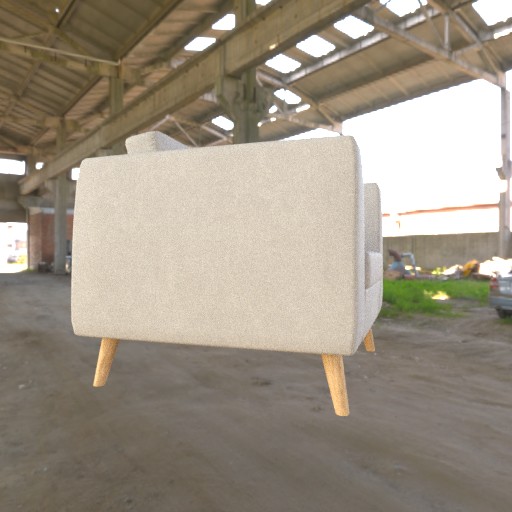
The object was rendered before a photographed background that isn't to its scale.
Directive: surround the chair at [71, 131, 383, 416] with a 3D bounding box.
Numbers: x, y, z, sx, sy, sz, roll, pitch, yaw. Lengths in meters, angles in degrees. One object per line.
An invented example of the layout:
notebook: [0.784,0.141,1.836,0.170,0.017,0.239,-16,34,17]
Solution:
chair: [0.000,0.000,1.743,0.930,0.860,1.000,0,0,20]
